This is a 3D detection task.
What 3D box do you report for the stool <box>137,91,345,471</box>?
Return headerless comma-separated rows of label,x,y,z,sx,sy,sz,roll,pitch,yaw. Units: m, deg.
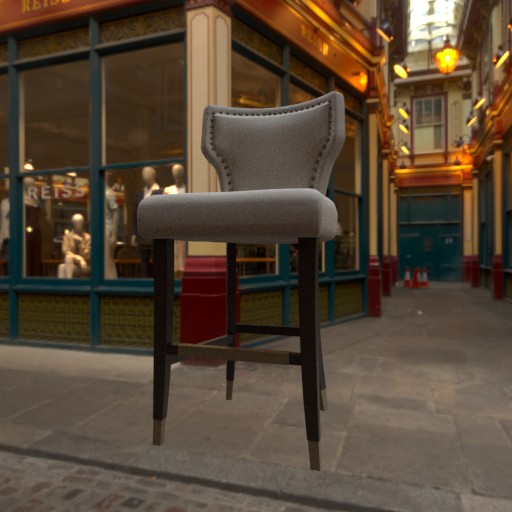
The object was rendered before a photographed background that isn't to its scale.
stool,0.000,0.000,1.402,0.526,1.092,0.563,0,1,18
